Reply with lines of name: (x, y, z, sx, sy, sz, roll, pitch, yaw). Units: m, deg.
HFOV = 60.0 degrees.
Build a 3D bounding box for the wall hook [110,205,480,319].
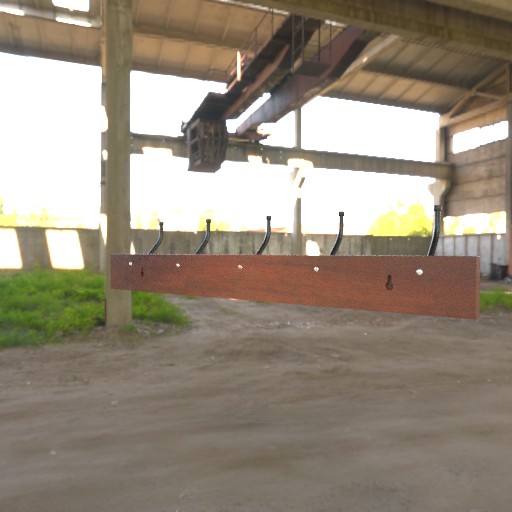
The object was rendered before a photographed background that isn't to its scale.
wall hook: (0.000, 0.000, 0.616, 0.571, 0.117, 0.071, 0, 1, 37)
